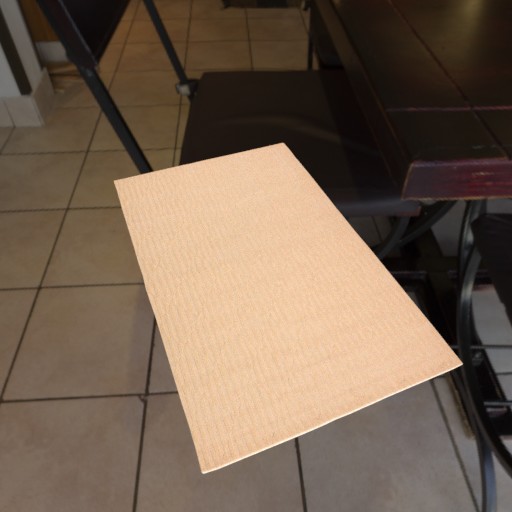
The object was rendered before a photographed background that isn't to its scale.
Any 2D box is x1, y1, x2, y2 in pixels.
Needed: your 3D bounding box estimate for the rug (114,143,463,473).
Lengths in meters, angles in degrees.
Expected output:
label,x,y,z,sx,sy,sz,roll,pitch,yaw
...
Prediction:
label,x,y,z,sx,sy,sz,roll,pitch,yaw
rug,0.000,0.000,3.049,1.531,0.014,2.441,-16,49,-15
